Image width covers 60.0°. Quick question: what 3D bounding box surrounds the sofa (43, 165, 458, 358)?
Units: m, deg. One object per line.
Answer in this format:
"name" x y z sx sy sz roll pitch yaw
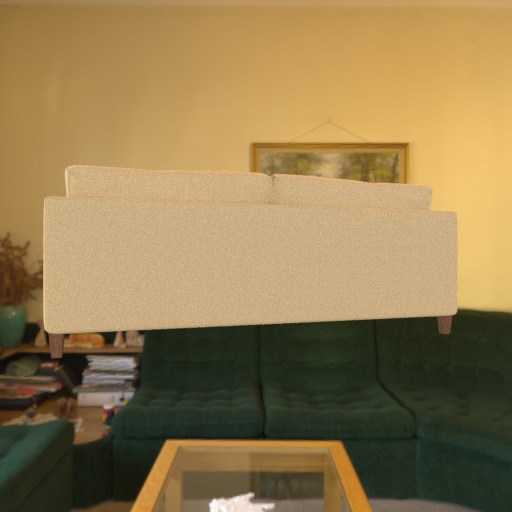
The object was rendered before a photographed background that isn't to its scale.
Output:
"sofa" 0.000 0.000 2.838 2.361 0.968 0.951 0 0 -17
